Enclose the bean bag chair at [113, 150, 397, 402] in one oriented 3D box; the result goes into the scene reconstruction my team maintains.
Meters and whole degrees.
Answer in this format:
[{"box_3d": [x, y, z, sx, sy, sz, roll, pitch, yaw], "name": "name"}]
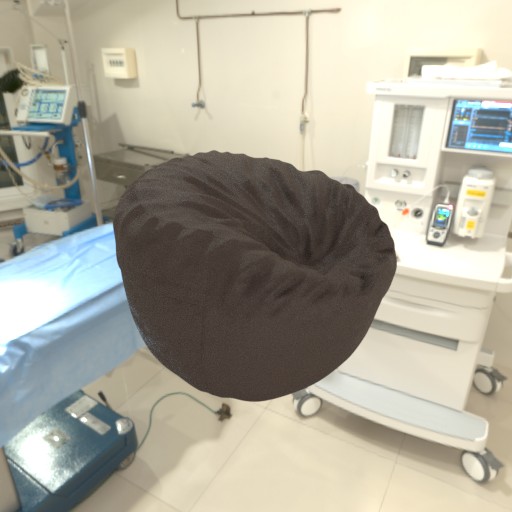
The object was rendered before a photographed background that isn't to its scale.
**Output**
[{"box_3d": [0.000, 0.000, 2.112, 1.245, 0.821, 1.245, 0, 25, 0], "name": "bean bag chair"}]
